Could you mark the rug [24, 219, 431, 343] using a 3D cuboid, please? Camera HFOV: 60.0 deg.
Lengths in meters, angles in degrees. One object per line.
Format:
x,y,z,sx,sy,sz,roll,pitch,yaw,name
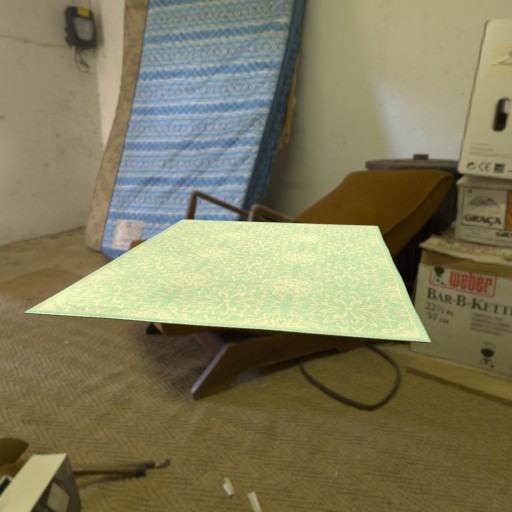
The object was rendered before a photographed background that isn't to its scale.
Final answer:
0.000,0.000,3.920,2.363,0.012,2.980,3,16,9,rug
